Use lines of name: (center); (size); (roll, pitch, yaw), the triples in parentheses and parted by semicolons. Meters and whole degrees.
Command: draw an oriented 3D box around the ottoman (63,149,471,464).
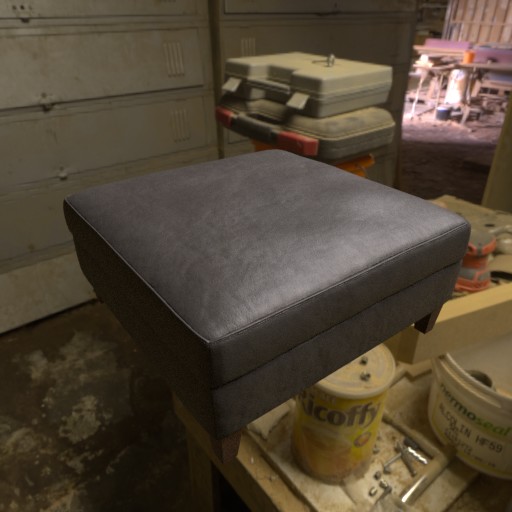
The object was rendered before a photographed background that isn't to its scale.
ottoman: (0.000, 0.000, 1.294); (0.836, 0.415, 0.844); (-20, 35, -31)
